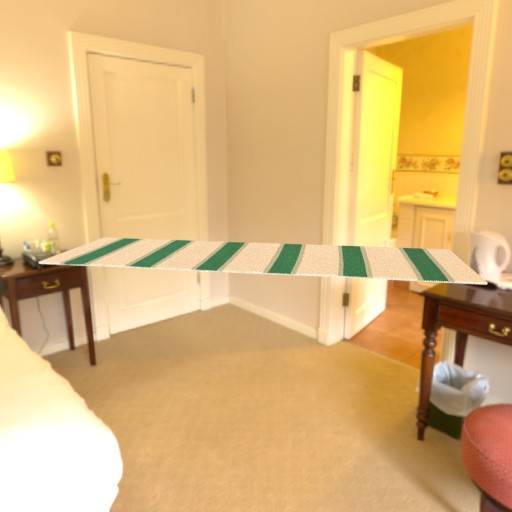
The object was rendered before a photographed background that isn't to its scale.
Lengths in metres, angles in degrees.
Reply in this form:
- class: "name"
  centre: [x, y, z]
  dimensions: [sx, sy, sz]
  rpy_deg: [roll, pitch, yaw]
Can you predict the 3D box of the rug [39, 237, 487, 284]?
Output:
- class: "rug"
  centre: [0.000, 0.000, 2.743]
  dimensions: [2.438, 0.012, 0.768]
  rpy_deg: [2, 14, 10]
